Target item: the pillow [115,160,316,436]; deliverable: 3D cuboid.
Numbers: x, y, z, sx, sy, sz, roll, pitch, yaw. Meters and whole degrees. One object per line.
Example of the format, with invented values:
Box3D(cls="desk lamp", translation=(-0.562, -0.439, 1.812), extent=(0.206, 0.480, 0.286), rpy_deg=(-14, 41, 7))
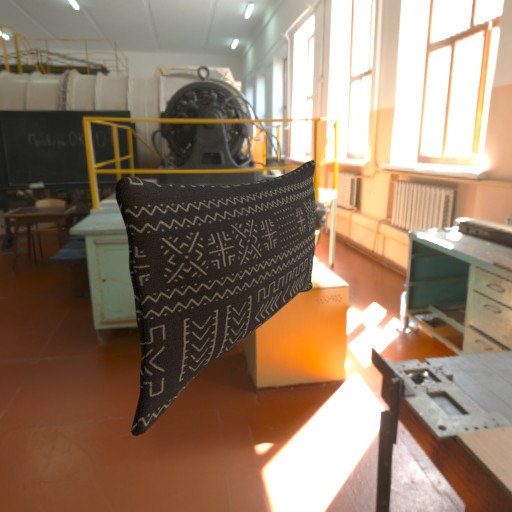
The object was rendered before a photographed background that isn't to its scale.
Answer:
Box3D(cls="pillow", translation=(0.000, 0.000, 0.801), extent=(0.135, 0.322, 0.667), rpy_deg=(7, 15, 25))
